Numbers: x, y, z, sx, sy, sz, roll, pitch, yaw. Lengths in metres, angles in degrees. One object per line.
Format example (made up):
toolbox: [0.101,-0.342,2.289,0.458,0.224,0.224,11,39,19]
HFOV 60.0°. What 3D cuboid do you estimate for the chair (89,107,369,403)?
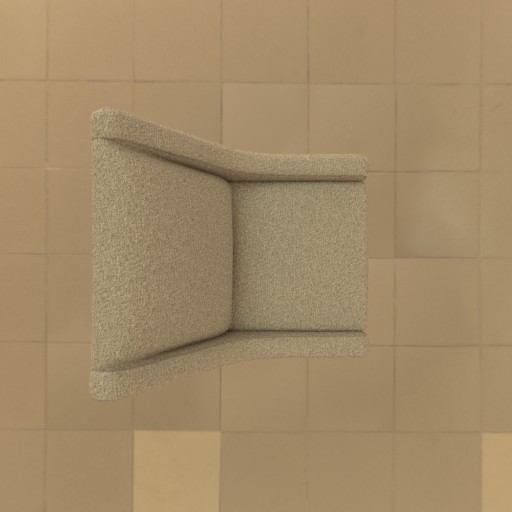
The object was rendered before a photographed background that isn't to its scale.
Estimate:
chair: [0.000,0.000,1.616,0.870,1.016,0.774,0,90,0]
